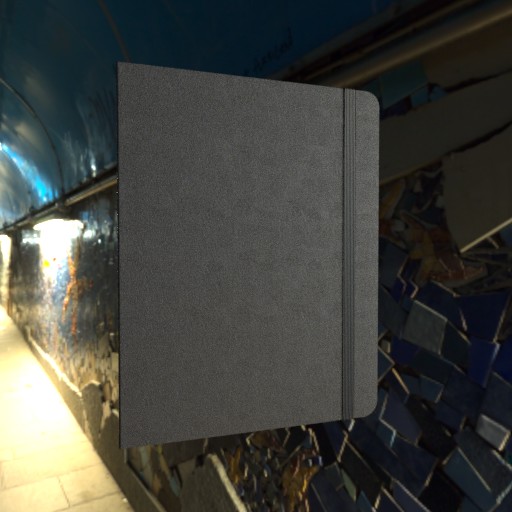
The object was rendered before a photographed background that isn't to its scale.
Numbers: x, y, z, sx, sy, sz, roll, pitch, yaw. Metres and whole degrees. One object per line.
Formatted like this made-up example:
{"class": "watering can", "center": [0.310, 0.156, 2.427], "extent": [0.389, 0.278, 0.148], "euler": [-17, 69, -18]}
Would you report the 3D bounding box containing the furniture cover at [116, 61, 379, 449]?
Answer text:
{"class": "furniture cover", "center": [0.000, 0.000, 0.362], "extent": [0.216, 0.281, 0.023], "euler": [0, 1, -18]}
